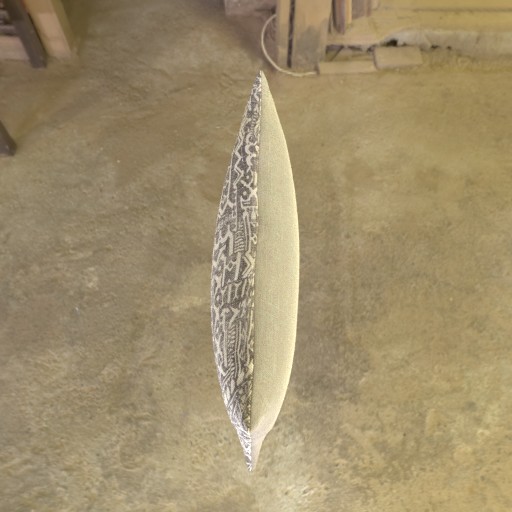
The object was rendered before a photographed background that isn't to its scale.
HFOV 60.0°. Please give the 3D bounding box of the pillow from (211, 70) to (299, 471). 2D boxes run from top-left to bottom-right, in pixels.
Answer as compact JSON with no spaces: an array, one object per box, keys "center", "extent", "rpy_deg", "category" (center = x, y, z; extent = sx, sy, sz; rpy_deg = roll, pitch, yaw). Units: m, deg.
[{"center":[0.000,0.000,0.751],"extent":[0.148,0.290,0.631],"rpy_deg":[1,58,1],"category":"pillow"}]
